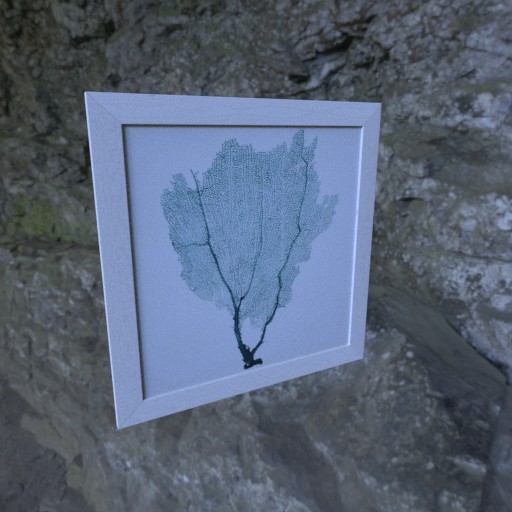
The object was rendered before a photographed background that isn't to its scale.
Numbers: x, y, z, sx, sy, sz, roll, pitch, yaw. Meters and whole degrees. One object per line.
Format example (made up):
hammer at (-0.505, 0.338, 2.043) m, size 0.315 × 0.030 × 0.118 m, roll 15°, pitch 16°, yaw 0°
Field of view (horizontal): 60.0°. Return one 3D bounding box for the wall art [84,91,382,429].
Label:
wall art at (0.000, 0.000, 0.861) m, size 0.572 × 0.577 × 0.015 m, roll -8°, pitch 17°, yaw -26°
